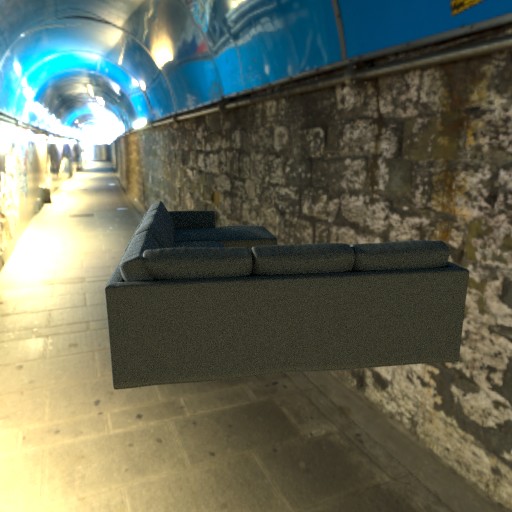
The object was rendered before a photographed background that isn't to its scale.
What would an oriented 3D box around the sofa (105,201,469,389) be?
[{"bbox_3d":[0.000,0.000,4.558,2.427,0.882,3.460,-2,13,-9],"label":"sofa"}]
